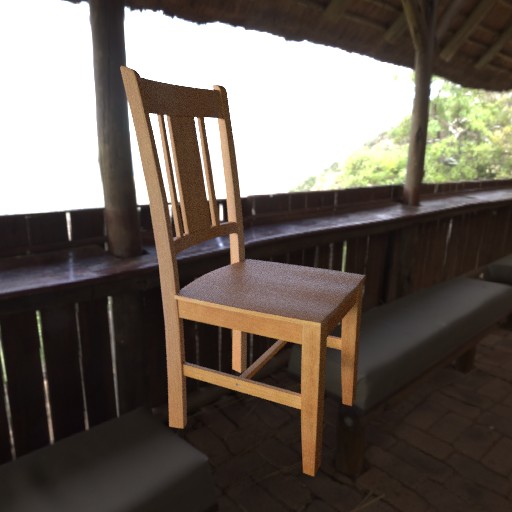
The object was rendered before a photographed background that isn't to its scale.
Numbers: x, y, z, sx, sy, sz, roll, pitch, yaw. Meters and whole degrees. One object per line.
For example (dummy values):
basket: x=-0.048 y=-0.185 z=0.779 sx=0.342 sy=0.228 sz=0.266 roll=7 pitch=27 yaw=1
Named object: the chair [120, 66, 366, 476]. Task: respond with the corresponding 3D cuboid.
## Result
chair: x=0.000 y=0.000 z=1.282 sx=0.556 sy=0.998 sz=0.450 roll=8 pitch=17 yaw=26
